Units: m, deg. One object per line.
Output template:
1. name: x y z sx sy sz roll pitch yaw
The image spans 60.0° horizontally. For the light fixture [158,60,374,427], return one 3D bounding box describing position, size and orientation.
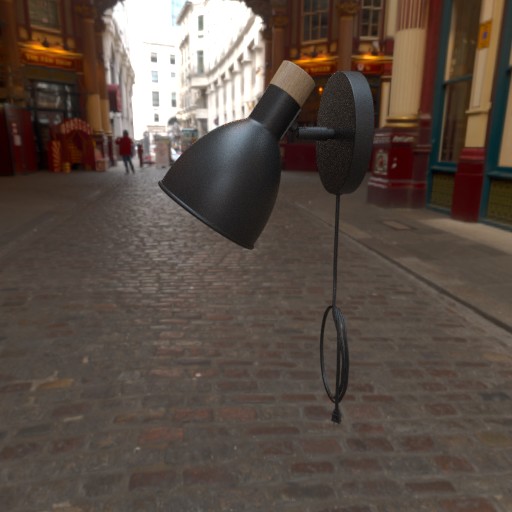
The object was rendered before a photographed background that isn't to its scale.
1. light fixture: 0.000 0.000 0.491 0.203 0.401 0.127 -2 15 -9
